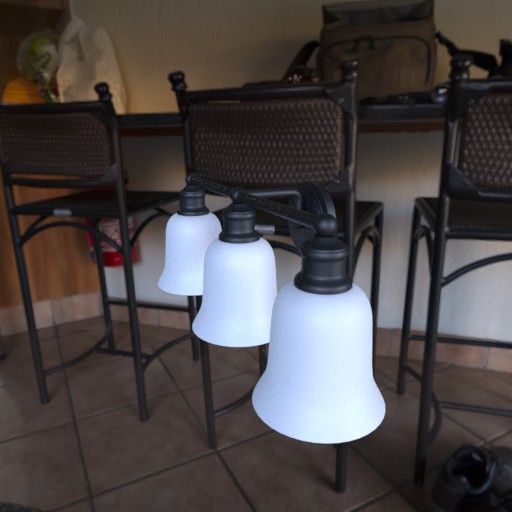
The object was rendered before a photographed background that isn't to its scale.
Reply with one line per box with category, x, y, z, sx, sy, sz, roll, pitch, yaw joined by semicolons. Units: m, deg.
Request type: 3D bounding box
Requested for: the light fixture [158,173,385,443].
light fixture;0.000;0.000;0.656;0.198;0.211;0.570;-8;18;-25
